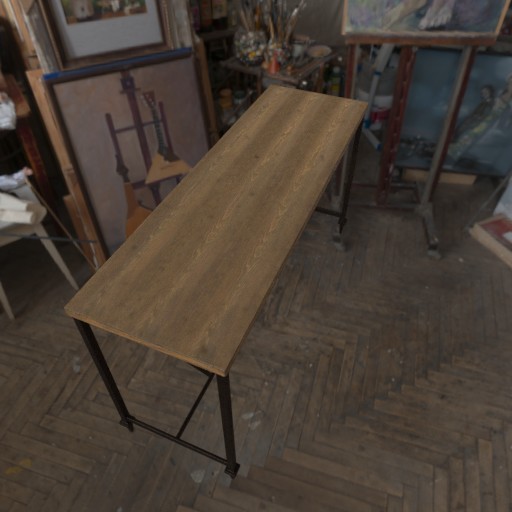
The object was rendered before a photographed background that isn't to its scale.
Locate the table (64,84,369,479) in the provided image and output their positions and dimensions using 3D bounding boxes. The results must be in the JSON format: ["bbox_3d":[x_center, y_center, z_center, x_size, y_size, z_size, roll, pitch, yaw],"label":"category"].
[{"bbox_3d":[0.000,0.000,2.136,0.551,0.902,1.700,17,48,16],"label":"table"}]
